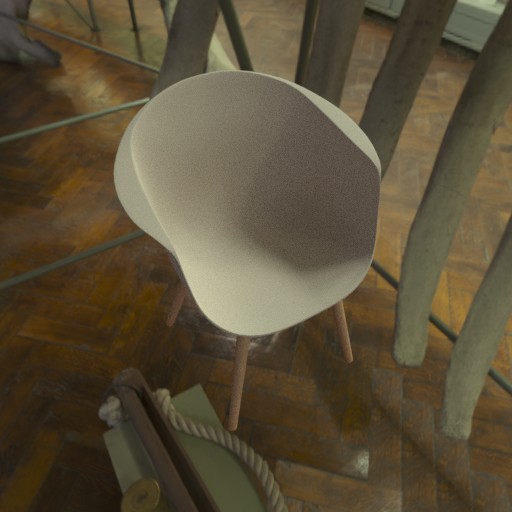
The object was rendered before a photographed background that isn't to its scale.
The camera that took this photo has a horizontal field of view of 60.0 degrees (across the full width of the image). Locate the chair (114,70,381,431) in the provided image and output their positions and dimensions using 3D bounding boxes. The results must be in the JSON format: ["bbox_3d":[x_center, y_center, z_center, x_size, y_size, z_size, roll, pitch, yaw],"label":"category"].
[{"bbox_3d":[0.000,0.000,1.170,0.593,0.781,0.504,-23,50,-21],"label":"chair"}]
